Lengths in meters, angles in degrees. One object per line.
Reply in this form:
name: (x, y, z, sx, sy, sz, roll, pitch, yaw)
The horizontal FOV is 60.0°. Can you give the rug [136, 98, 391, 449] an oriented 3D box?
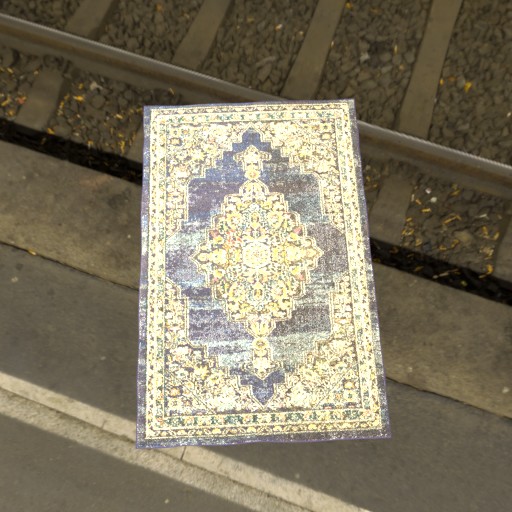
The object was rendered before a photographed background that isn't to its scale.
rug: (0.000, 0.000, 2.254, 1.184, 0.012, 1.781, -2, 76, -1)
